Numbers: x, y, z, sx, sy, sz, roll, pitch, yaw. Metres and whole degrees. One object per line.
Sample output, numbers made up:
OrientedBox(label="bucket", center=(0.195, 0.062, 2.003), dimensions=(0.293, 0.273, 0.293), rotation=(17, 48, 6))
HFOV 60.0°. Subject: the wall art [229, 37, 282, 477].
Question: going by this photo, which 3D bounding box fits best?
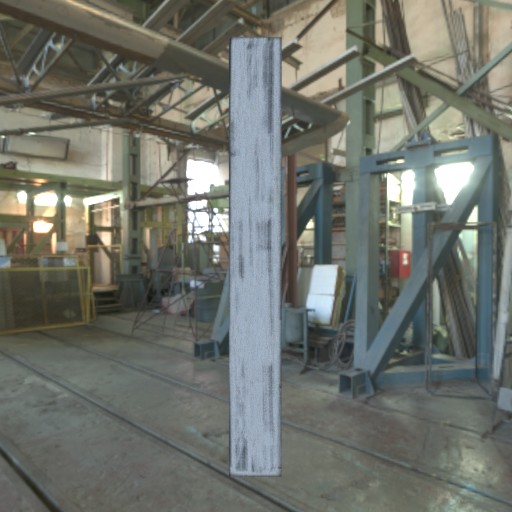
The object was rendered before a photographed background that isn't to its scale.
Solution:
OrientedBox(label="wall art", center=(0.000, 0.000, 0.457), dimensions=(0.036, 0.303, 0.303), rotation=(0, 0, 0))
